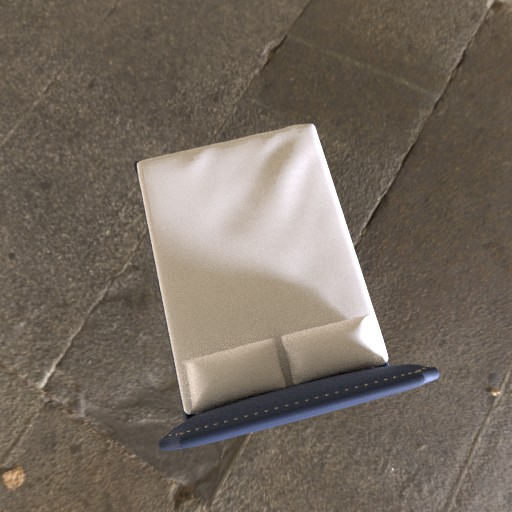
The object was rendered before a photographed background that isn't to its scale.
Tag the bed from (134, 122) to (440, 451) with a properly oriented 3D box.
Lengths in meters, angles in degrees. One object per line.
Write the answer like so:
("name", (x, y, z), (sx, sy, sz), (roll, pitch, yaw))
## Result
("bed", (0.000, 0.000, 3.464), (1.712, 1.443, 2.372), (-13, 75, -4))
